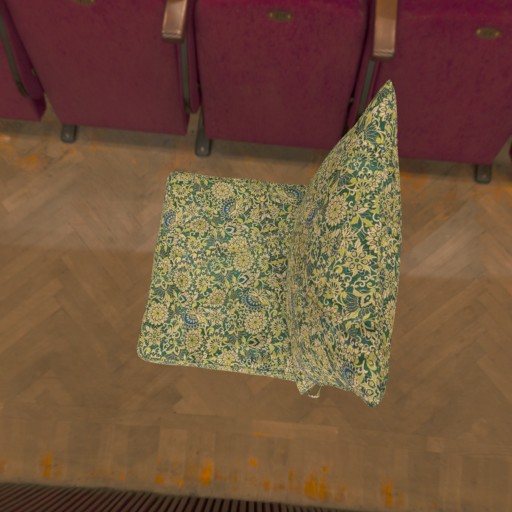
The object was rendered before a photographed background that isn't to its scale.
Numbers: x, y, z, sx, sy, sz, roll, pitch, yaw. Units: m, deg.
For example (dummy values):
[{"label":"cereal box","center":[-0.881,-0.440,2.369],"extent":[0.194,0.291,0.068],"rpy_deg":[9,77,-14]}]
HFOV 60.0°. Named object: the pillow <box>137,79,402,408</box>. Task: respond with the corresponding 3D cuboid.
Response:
[{"label":"pillow","center":[0.000,0.000,1.326],"extent":[0.740,0.722,0.798],"rpy_deg":[6,76,2]}]
